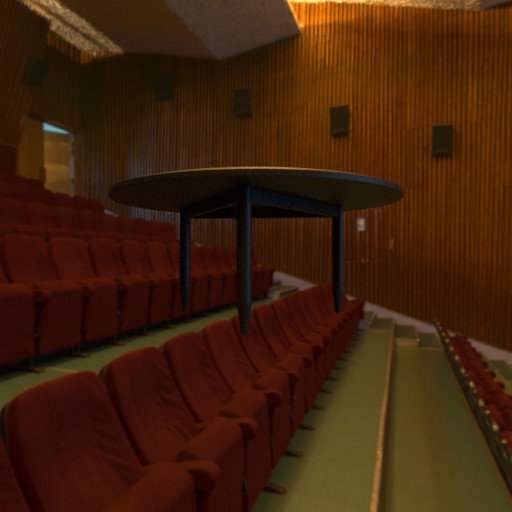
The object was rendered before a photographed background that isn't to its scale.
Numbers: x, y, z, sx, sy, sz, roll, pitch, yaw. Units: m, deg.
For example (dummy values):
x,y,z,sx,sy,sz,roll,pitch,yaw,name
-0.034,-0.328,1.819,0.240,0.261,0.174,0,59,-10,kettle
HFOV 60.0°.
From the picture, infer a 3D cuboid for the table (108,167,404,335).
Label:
x,y,z,sx,sy,sz,roll,pitch,yaw,name
0.000,0.000,1.423,0.900,0.400,0.900,0,0,0,table
